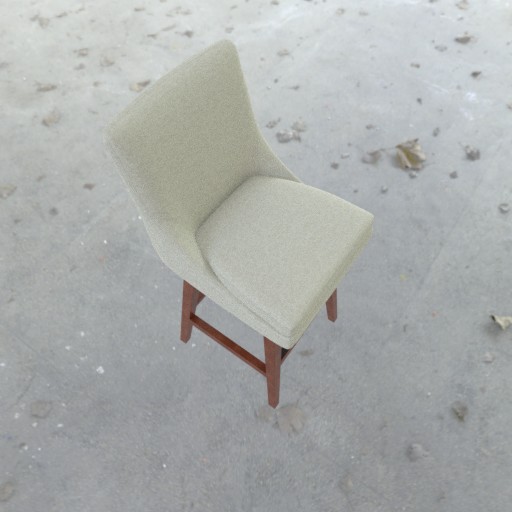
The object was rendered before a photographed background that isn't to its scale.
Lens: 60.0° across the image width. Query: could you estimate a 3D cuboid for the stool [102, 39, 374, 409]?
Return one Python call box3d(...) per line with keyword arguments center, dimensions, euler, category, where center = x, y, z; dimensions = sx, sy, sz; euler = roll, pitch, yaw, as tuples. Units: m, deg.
box3d(center=(0.000, 0.000, 1.415), dimensions=(0.559, 1.092, 0.470), euler=(31, 62, 19), category="stool")
